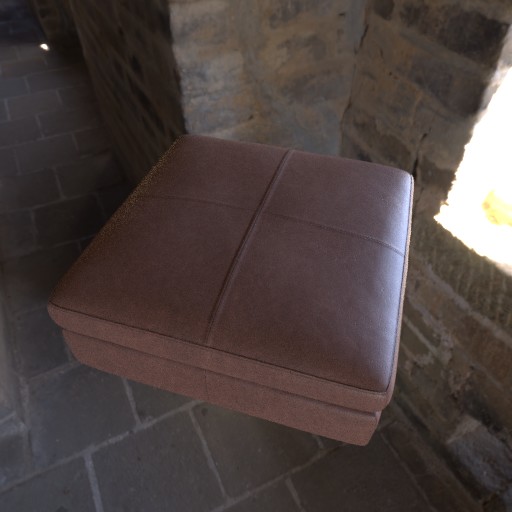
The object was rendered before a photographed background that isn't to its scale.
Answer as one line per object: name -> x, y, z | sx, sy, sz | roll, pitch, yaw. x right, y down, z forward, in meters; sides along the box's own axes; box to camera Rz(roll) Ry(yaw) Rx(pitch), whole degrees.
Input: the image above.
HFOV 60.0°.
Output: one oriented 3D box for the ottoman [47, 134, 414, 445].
ottoman -> 0.000, 0.000, 1.835 | 1.168, 0.490, 1.168 | 12, 47, 12
